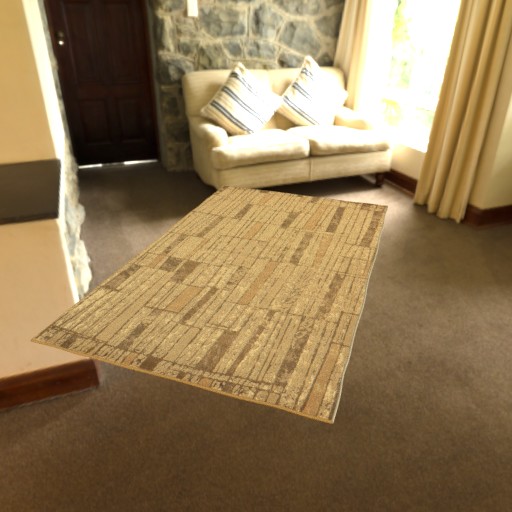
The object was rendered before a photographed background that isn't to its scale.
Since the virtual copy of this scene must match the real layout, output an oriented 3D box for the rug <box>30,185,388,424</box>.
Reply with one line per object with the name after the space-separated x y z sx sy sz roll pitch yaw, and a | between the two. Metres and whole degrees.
0.000 0.000 2.994 1.531 0.023 2.444 10 30 17 | rug
